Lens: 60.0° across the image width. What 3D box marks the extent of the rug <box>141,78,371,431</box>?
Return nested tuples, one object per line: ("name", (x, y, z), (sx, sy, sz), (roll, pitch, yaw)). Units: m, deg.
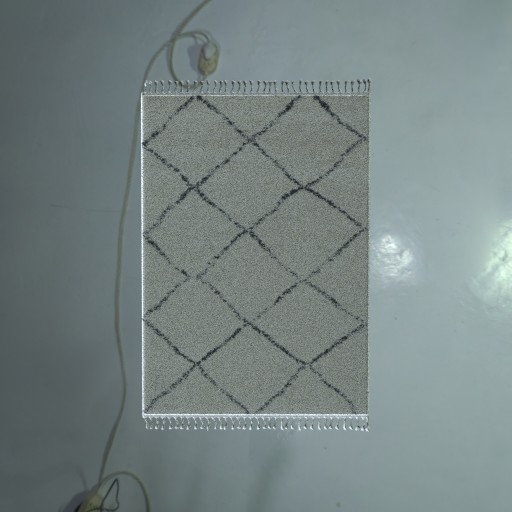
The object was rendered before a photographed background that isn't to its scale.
("rug", (0.000, 0.000, 2.895), (1.494, 0.031, 2.307), (0, 91, 0))
